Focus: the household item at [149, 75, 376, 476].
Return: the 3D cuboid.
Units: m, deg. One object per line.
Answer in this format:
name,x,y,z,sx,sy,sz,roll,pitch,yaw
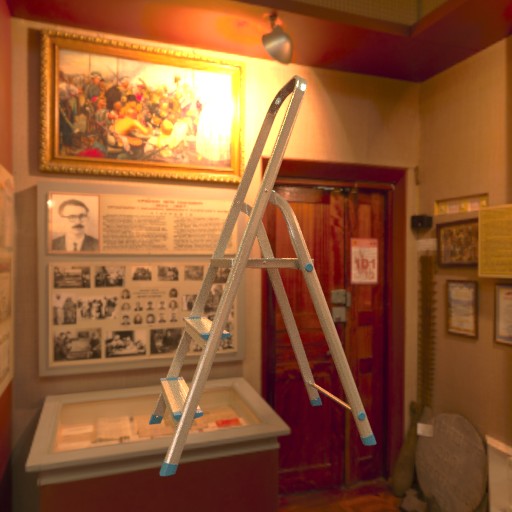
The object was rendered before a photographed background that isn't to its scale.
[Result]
household item,0.000,0.000,1.522,0.687,1.215,0.420,0,0,-18
